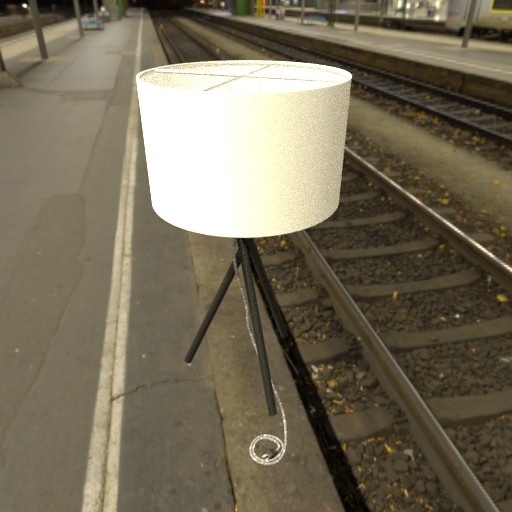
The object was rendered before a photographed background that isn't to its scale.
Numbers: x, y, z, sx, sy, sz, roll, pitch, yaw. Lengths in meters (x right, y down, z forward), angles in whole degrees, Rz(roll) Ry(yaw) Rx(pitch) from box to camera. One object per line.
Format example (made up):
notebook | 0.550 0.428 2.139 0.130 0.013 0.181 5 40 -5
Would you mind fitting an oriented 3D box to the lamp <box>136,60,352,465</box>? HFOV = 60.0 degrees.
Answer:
lamp | 0.000 0.000 0.886 0.353 0.674 0.422 -18 35 -29
